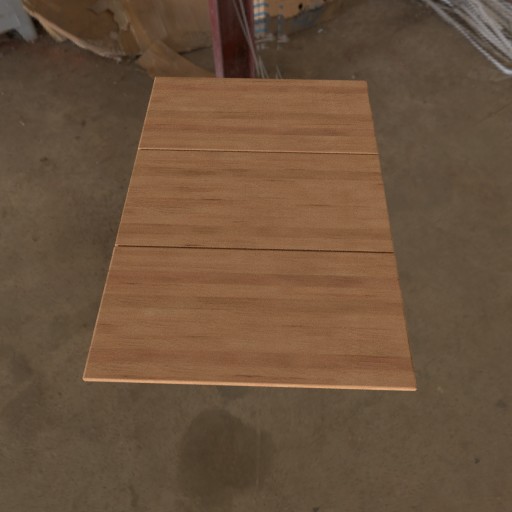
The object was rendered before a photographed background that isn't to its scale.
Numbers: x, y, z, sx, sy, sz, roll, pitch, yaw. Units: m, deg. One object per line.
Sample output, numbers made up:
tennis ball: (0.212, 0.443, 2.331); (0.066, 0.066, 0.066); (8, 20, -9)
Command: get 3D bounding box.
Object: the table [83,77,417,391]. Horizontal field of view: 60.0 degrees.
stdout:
table: (0.000, 0.000, 1.860); (0.900, 0.770, 1.300); (1, 58, 1)
